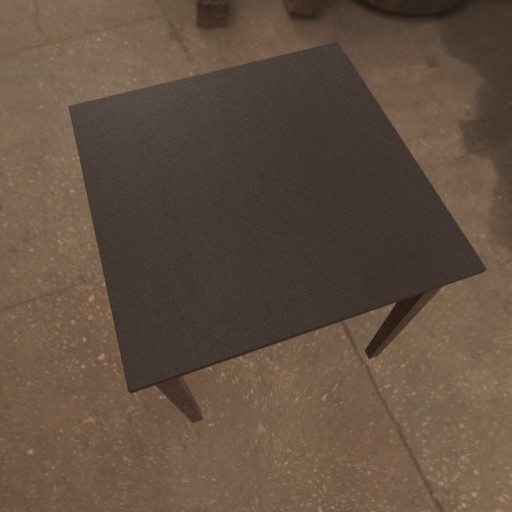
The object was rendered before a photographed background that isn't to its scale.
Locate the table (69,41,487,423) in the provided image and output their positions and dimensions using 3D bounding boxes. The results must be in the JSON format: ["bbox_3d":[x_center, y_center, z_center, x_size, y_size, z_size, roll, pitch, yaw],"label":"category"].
[{"bbox_3d":[0.000,0.000,1.361,0.749,0.770,0.749,-17,64,-9],"label":"table"}]
